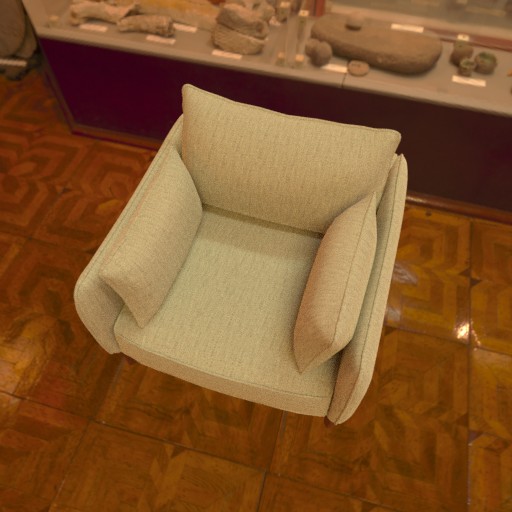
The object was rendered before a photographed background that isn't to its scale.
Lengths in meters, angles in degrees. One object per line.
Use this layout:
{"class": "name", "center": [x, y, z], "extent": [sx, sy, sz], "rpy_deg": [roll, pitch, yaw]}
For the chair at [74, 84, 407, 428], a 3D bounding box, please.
{"class": "chair", "center": [0.000, 0.000, 1.710], "extent": [0.994, 0.855, 0.991], "rpy_deg": [15, 58, 9]}
